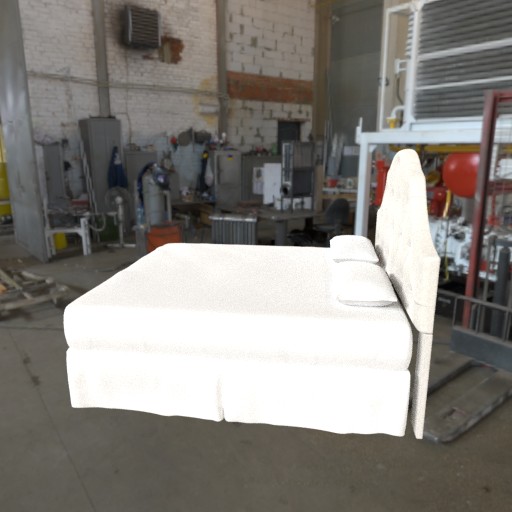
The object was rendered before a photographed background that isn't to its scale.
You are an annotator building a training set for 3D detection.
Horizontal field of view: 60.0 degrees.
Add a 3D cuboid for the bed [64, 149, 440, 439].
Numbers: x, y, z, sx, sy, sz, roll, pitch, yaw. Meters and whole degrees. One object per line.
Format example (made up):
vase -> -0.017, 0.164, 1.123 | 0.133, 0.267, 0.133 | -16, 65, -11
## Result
bed -> 0.000, 0.000, 3.441 | 2.214, 1.615, 2.008 | 2, 14, 8
